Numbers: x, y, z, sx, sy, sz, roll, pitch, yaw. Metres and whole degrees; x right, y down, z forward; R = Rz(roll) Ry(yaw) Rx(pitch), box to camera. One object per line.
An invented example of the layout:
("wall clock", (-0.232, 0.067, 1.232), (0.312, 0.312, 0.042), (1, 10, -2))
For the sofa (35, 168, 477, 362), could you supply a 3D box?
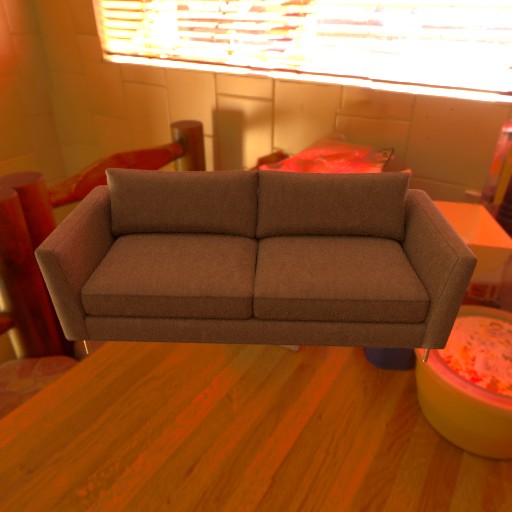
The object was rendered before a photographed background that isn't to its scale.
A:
("sofa", (0.000, 0.000, 2.597), (2.121, 0.864, 0.889), (1, 30, 2))
